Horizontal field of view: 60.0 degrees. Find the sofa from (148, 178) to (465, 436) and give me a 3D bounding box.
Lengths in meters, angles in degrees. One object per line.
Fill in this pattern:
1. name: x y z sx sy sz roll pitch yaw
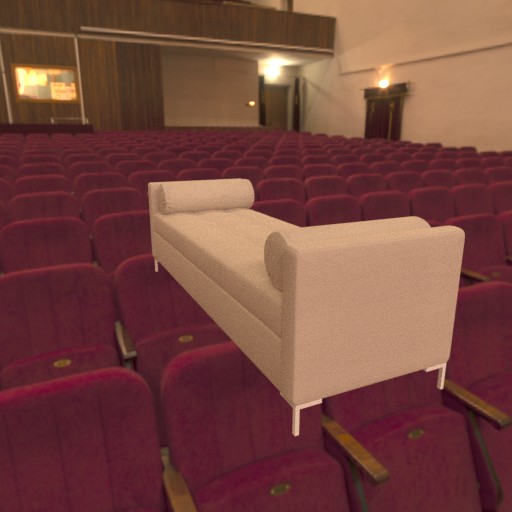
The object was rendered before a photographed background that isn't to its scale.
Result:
1. sofa: 0.000 0.000 2.331 0.686 0.635 1.981 -7 17 -24
